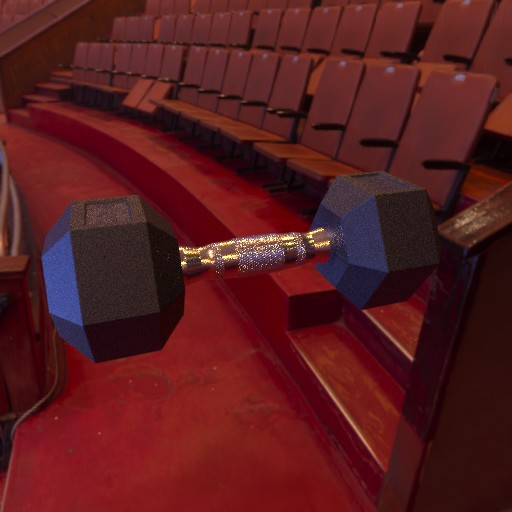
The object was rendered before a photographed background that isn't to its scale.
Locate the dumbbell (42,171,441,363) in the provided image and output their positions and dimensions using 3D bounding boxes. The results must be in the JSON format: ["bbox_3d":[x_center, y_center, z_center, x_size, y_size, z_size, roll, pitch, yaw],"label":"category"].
[{"bbox_3d":[0.000,0.000,0.320,0.272,0.092,0.106,-8,27,-17],"label":"dumbbell"}]
